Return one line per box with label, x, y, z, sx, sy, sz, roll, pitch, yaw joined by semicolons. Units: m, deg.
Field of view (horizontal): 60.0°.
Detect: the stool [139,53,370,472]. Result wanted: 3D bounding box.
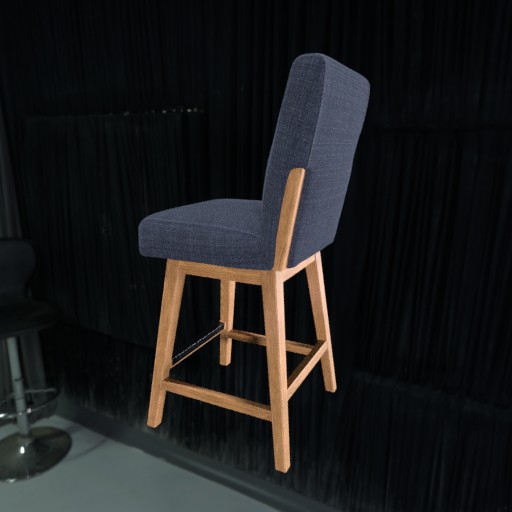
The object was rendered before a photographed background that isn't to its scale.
stool;0.000;0.000;1.306;0.526;1.010;0.459;7;16;25
